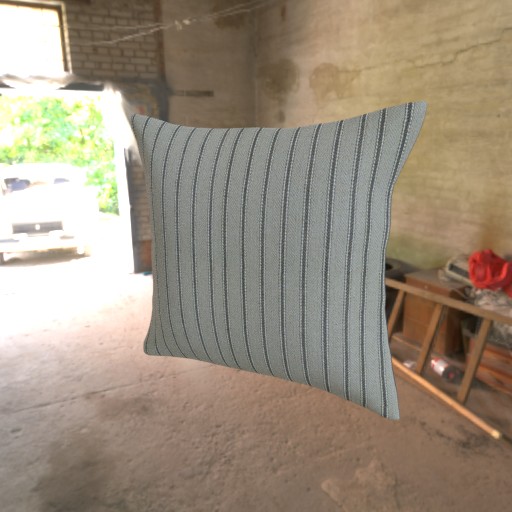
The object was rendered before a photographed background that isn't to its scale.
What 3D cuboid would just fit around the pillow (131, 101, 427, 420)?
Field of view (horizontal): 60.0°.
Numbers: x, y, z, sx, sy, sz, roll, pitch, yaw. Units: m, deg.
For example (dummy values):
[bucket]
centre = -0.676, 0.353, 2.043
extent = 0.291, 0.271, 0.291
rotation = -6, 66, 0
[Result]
[pillow]
centre = 0.000, 0.000, 0.692
extent = 0.468, 0.444, 0.138
rotation = 7, 17, 25
